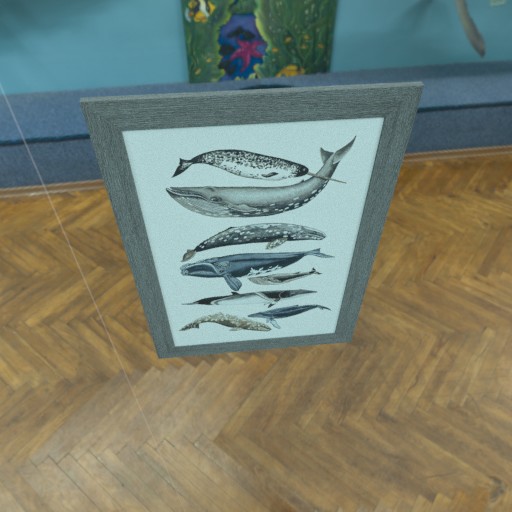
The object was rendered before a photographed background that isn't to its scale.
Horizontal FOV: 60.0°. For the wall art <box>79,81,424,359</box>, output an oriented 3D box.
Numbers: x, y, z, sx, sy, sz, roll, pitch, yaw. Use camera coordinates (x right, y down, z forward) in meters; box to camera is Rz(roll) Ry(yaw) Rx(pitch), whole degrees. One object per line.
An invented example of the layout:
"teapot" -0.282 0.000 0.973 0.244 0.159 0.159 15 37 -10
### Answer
"wall art" 0.000 0.000 1.378 0.768 1.070 0.020 -4 47 -4
